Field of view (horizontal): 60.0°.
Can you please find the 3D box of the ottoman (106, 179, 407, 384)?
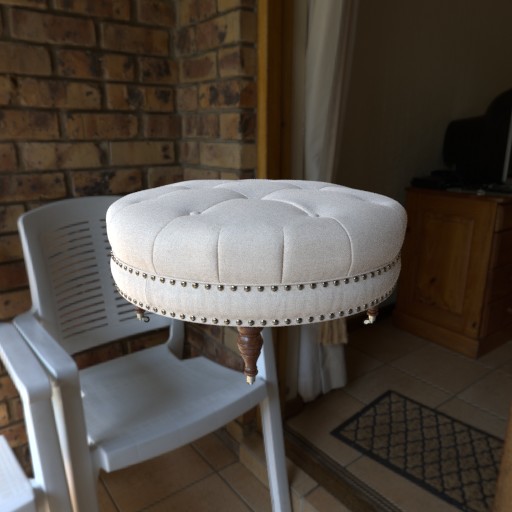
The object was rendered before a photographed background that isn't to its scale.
[{"bbox_3d":[0.000,0.000,1.474,0.940,0.483,0.940,0,16,0],"label":"ottoman"}]
